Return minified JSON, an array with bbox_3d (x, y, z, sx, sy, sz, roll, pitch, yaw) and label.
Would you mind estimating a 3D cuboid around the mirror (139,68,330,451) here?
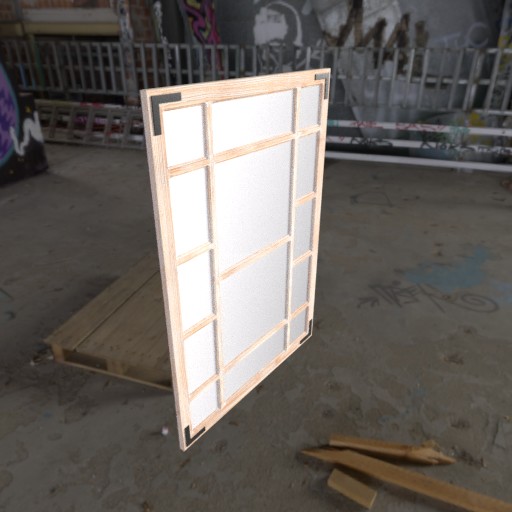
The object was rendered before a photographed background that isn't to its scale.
[{"bbox_3d":[0.000,0.000,1.322,0.025,0.996,0.705,20,33,33],"label":"mirror"}]
